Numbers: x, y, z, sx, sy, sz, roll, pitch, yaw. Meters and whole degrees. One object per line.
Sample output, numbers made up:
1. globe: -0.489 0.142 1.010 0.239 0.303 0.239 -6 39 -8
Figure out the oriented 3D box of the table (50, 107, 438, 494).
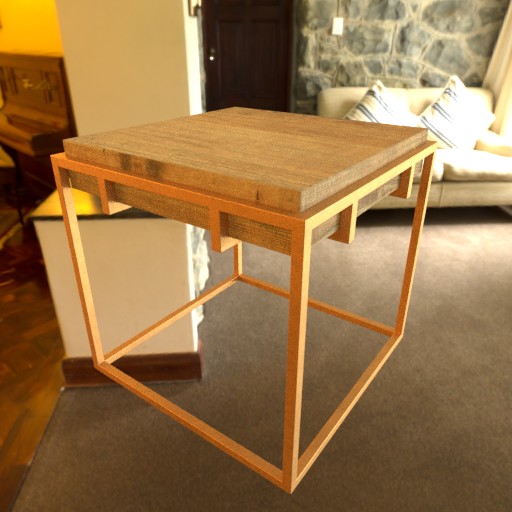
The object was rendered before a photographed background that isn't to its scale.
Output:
1. table: 0.000 0.000 1.077 0.599 0.584 0.599 18 32 32
